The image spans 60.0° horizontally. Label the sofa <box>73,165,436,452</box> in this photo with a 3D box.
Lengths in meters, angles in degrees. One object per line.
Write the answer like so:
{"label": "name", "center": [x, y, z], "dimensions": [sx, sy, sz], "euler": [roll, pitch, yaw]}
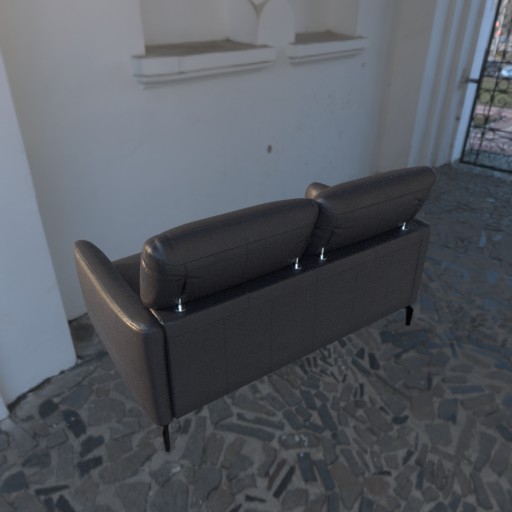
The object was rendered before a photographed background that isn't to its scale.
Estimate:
{"label": "sofa", "center": [0.000, 0.000, 2.228], "dimensions": [1.596, 0.920, 0.958], "euler": [-18, 34, -29]}
